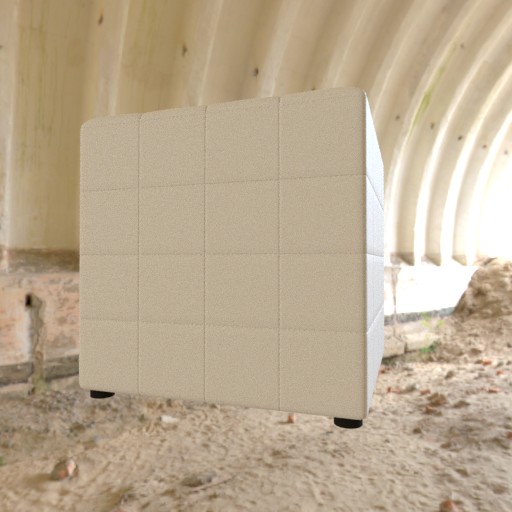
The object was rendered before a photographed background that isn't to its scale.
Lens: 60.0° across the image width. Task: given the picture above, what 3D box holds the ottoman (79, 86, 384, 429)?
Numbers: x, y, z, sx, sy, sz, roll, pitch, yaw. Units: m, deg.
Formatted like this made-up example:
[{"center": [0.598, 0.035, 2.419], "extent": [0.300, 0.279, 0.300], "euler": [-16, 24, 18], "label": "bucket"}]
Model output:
[{"center": [0.000, 0.000, 0.800], "extent": [0.425, 0.432, 0.425], "euler": [0, -1, 19], "label": "ottoman"}]
